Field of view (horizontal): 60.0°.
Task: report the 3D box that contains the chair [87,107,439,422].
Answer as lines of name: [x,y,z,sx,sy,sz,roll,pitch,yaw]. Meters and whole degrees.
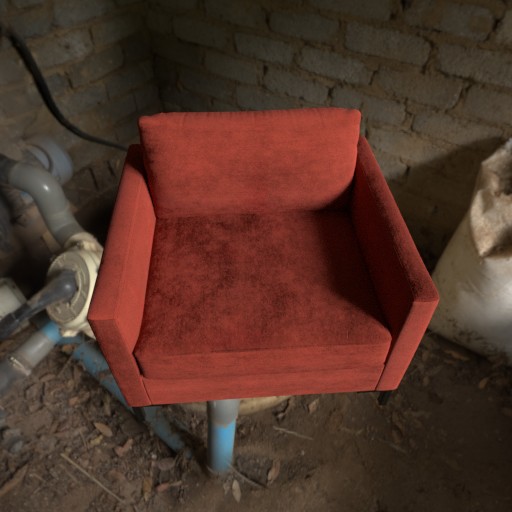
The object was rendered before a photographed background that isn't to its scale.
chair: [0.000,0.000,1.593,0.964,0.812,0.875,-3,46,-3]
